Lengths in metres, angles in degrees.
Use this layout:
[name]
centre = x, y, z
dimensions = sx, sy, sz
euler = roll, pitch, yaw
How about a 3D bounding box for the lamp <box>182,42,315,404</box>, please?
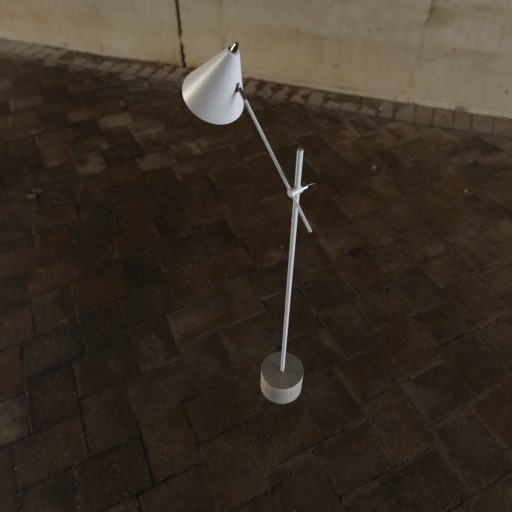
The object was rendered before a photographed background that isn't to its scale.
[lamp]
centre = 0.000, 0.000, 1.582
dimensions = 0.223, 1.430, 0.508
euler = -29, 52, -25
